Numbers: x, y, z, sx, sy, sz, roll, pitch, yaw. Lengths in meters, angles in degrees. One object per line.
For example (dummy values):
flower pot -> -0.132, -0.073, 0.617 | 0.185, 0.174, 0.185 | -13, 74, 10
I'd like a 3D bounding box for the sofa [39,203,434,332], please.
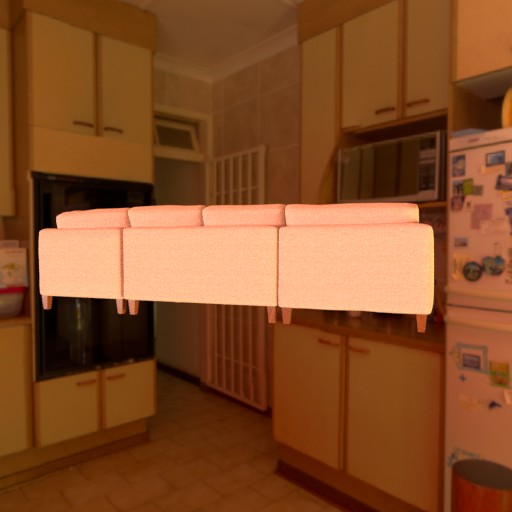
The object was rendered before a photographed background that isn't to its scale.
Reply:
sofa -> 0.000, 0.000, 4.796 | 3.460, 0.961, 2.594 | 1, 2, 19
